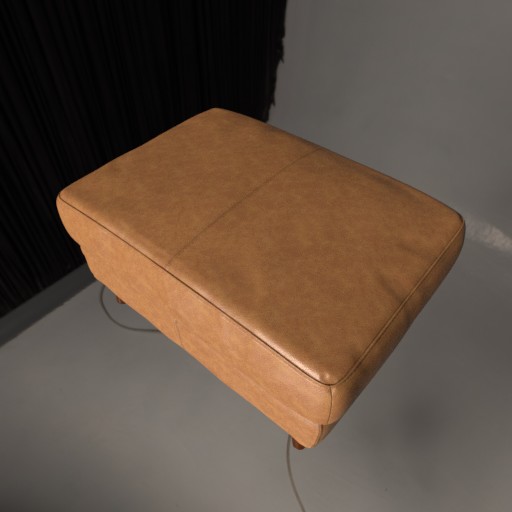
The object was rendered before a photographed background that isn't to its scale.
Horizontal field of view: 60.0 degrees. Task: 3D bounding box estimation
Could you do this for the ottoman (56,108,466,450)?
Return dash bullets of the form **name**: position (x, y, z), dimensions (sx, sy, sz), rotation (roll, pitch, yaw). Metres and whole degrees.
- **ottoman**: position (0.000, 0.000, 1.193), dimensions (0.869, 0.461, 0.630), rotation (31, 54, 27)
